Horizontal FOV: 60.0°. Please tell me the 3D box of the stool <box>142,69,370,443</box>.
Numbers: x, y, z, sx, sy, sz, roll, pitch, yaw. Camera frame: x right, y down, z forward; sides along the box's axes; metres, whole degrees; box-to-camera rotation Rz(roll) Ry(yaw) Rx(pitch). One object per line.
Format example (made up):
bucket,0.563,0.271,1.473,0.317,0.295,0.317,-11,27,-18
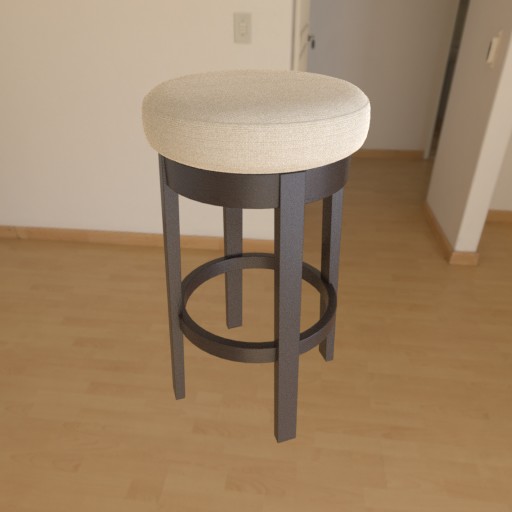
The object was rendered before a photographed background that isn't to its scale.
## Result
stool,0.000,0.000,1.017,0.446,0.758,0.446,0,31,0
